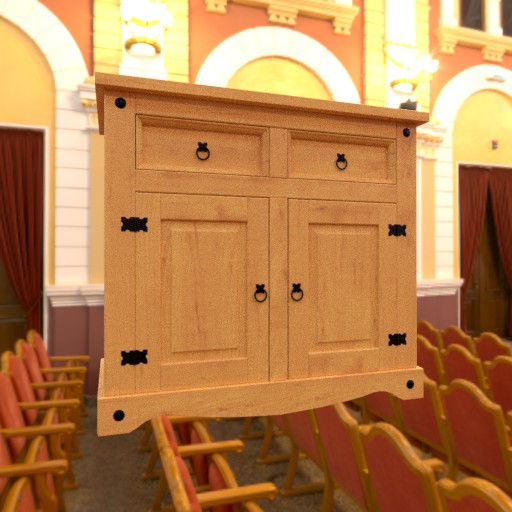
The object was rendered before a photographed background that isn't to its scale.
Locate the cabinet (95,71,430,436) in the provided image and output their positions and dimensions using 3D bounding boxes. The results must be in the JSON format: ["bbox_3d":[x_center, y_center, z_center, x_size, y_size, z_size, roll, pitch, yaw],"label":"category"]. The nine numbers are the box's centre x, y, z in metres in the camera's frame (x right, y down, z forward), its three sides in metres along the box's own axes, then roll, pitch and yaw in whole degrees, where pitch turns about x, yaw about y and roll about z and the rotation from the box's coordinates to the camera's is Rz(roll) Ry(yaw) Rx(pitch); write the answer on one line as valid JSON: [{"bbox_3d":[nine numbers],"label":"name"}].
[{"bbox_3d":[0.000,0.000,1.365,0.920,0.840,0.450,0,0,-18],"label":"cabinet"}]
